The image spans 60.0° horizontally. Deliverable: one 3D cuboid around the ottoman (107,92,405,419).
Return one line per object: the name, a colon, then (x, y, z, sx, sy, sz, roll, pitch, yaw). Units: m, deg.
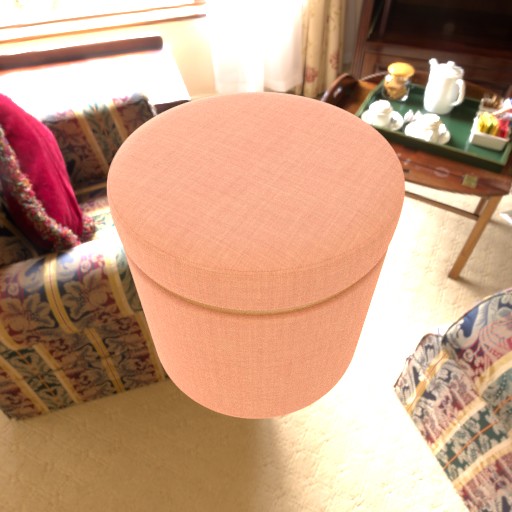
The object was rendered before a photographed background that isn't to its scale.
ottoman: (0.000, 0.000, 0.737, 0.400, 0.406, 0.400, 0, 48, 0)
